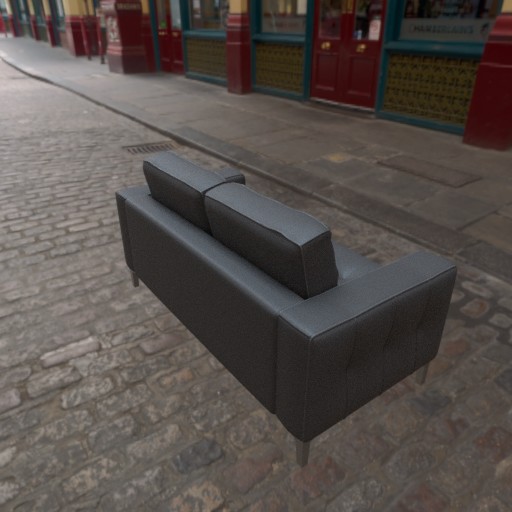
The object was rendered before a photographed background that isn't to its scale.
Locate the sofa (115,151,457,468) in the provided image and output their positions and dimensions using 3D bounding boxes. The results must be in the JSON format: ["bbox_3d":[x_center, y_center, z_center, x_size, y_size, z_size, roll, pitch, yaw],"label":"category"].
[{"bbox_3d":[0.000,0.000,2.270,0.833,0.893,1.726,-19,33,-31],"label":"sofa"}]
